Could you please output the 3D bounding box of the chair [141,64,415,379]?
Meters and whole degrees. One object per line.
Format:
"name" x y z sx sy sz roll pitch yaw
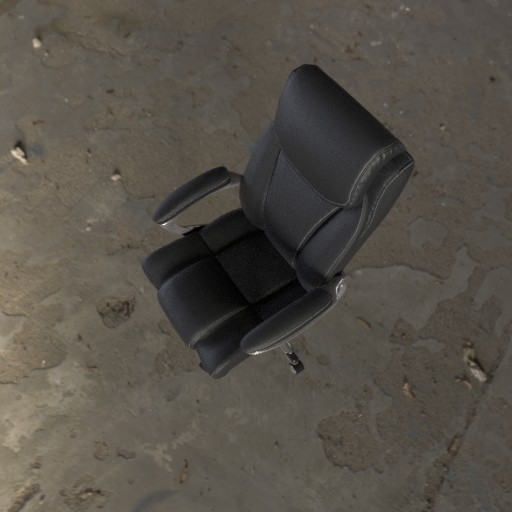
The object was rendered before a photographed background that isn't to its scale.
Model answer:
"chair" 0.000 0.000 1.675 0.784 1.167 0.741 -31 67 -15
